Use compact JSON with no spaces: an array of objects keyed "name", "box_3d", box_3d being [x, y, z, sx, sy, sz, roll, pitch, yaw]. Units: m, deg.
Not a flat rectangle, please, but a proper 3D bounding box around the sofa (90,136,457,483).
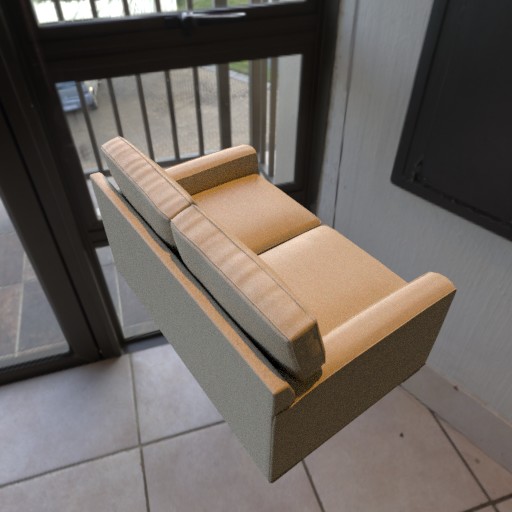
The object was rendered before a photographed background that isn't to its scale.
[{"name":"sofa","box_3d":[0.000,0.000,2.078,0.942,0.853,1.484,-26,48,-26]}]
